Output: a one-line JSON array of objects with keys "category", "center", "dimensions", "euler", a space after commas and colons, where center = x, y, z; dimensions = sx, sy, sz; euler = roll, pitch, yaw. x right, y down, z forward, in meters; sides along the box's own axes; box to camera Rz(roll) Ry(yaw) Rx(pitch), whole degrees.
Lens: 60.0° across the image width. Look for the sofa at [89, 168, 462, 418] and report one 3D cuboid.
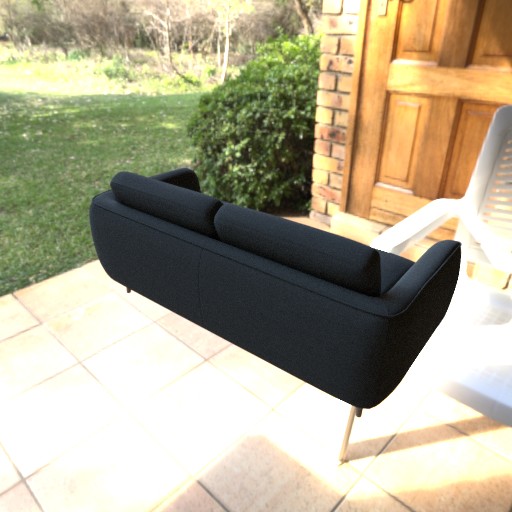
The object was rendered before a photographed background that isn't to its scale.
[{"category": "sofa", "center": [0.000, 0.000, 2.521], "dimensions": [2.000, 0.850, 0.920], "euler": [21, 35, 33]}]
